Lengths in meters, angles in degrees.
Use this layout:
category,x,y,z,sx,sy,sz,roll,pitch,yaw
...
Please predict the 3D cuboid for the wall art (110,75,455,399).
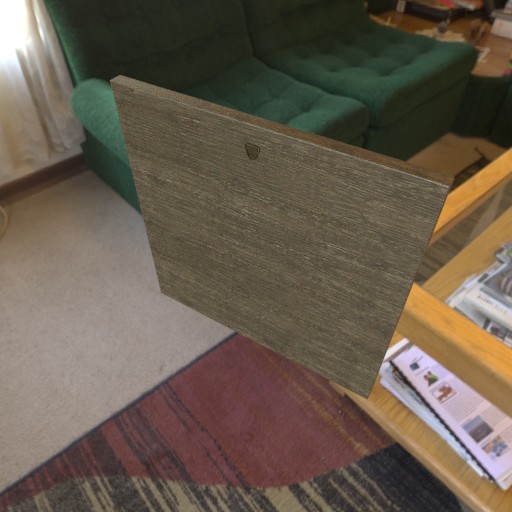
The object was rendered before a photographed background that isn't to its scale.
category,x,y,z,sx,sy,sz,roll,pitch,yaw
wall art,0.000,0.000,0.695,0.462,0.459,0.027,24,50,21
